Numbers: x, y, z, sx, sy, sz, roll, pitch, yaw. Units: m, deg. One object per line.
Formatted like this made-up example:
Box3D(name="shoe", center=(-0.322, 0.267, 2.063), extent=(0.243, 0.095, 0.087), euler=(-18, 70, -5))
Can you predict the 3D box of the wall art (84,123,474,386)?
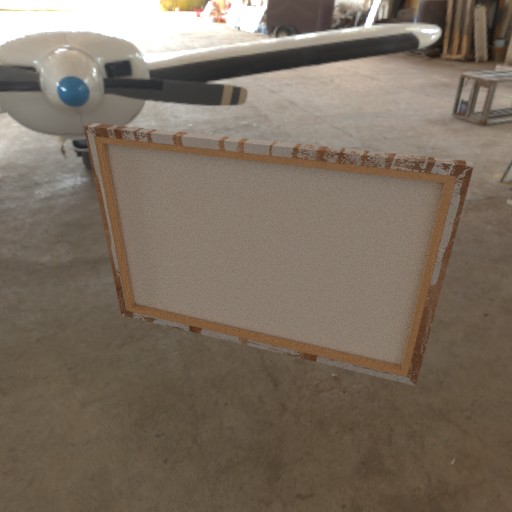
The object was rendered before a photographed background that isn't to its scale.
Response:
Box3D(name="wall art", center=(0.000, 0.000, 1.167), extent=(0.914, 0.609, 0.035), euler=(10, 33, 16))
